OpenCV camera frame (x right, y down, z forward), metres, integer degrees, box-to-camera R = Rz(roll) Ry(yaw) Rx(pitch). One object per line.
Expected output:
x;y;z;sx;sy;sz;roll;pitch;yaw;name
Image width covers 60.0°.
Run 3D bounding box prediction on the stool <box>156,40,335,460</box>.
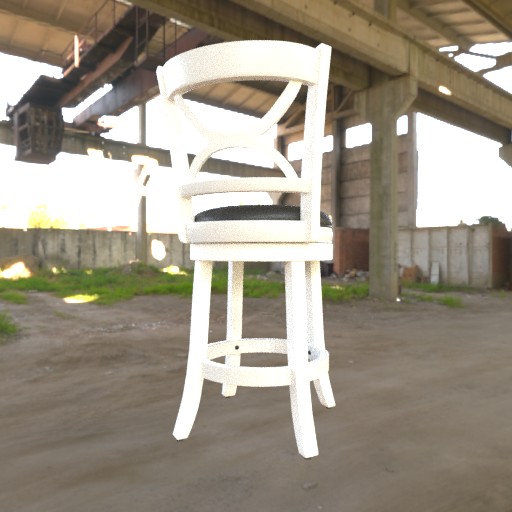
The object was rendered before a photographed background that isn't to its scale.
0.000;0.000;1.210;0.444;0.953;0.508;0;1;17;stool
